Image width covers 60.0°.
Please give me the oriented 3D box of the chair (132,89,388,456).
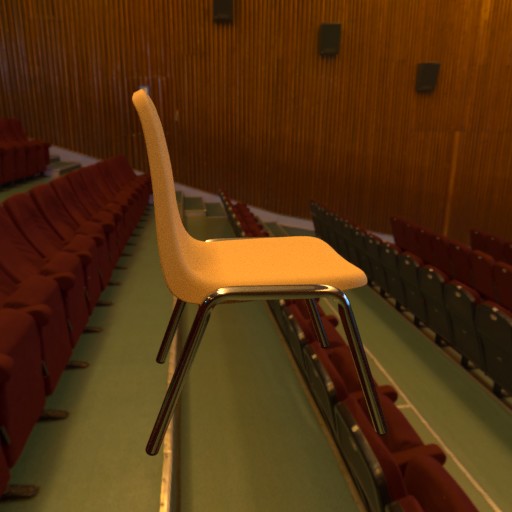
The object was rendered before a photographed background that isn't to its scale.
[{"bbox_3d":[0.000,0.000,0.841,0.423,0.586,0.354,-2,16,-9],"label":"chair"}]
